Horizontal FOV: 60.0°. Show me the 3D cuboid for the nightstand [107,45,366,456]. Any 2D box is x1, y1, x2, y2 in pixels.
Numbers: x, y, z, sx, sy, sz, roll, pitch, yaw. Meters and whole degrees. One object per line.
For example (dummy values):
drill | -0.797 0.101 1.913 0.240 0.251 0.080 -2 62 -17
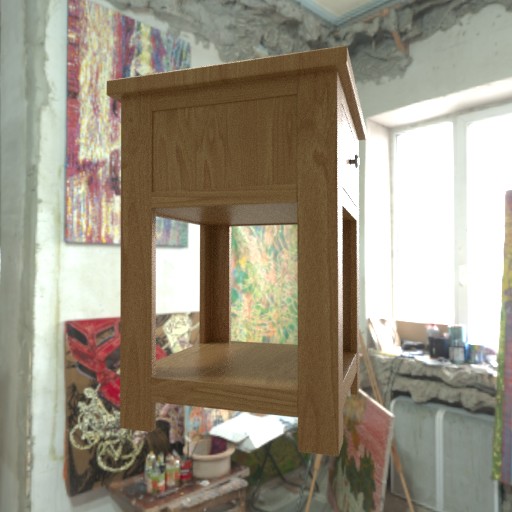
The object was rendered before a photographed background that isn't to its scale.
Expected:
nightstand | 0.000 0.000 0.915 0.418 0.614 0.428 0 -1 18
